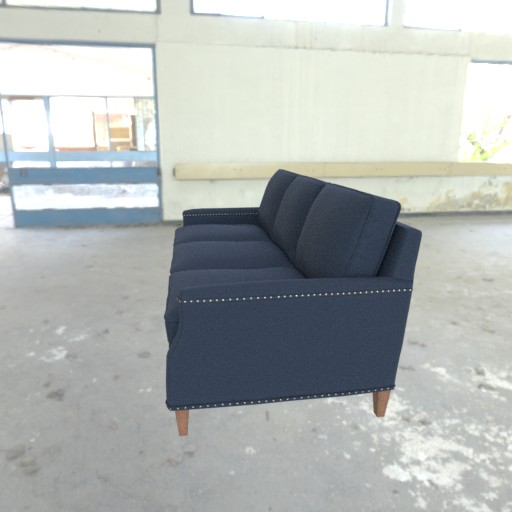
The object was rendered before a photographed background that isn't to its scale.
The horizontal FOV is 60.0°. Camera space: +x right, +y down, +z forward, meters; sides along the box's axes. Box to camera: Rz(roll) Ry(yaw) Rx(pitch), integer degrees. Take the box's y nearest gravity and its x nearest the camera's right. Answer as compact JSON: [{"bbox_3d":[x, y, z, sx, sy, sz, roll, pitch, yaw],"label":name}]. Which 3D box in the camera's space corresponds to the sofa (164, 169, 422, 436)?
[{"bbox_3d":[0.000,0.000,2.857,1.084,1.003,2.246,-2,14,-8],"label":"sofa"}]
